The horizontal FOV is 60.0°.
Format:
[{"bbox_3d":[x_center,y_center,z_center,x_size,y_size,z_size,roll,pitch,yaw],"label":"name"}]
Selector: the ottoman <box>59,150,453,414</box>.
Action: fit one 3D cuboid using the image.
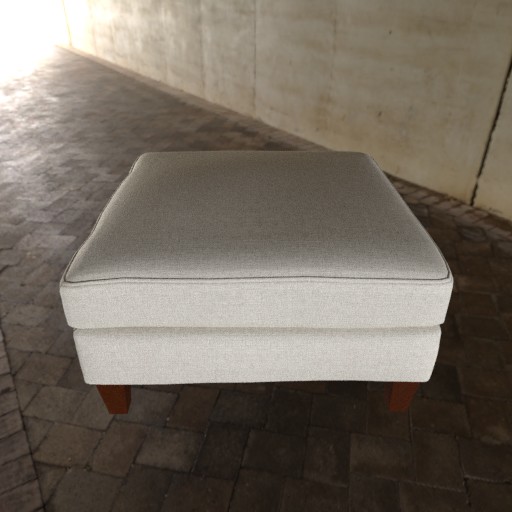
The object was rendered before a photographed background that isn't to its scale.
[{"bbox_3d":[0.000,0.000,1.335,0.838,0.478,0.838,0,31,-1],"label":"ottoman"}]
